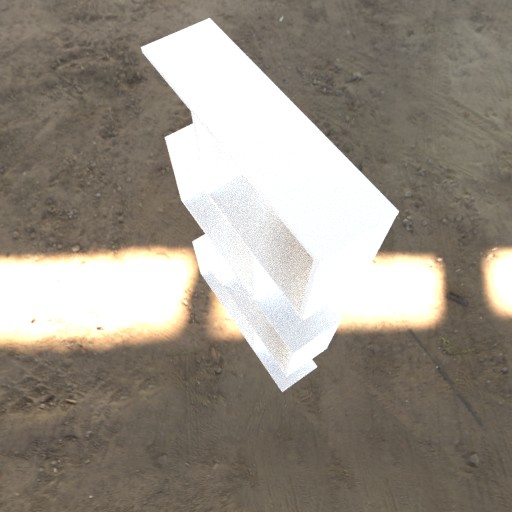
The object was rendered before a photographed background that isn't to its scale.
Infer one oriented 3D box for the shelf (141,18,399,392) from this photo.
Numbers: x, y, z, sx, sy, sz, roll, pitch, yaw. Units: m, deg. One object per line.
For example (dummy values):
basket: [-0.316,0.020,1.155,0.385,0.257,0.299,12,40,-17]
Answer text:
shelf: [0.000,0.000,1.959,0.250,1.650,0.890,-31,67,-15]
